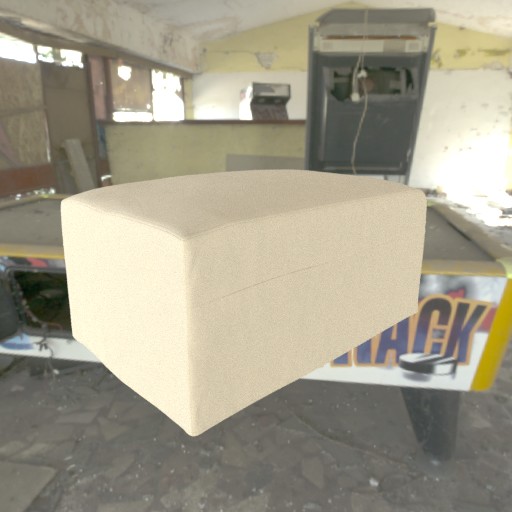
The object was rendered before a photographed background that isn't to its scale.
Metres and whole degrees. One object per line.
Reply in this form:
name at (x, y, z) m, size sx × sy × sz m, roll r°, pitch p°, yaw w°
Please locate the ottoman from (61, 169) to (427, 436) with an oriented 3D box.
ottoman at (0.000, 0.000, 1.234) m, size 0.872 × 0.444 × 0.590 m, roll -15°, pitch 22°, yaw -41°
